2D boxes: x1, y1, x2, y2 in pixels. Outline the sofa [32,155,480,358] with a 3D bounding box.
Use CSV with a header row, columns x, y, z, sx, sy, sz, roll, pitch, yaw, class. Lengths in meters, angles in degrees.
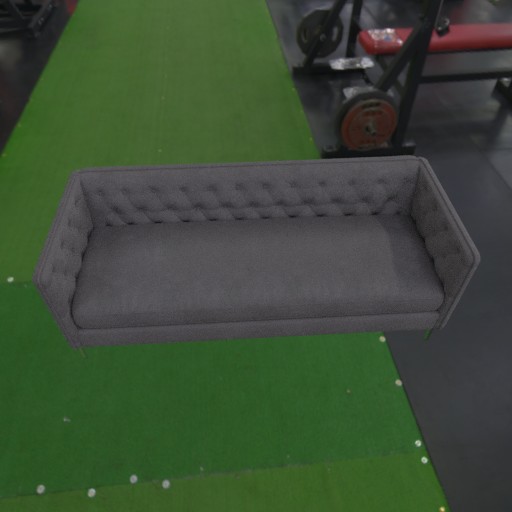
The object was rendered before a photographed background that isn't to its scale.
x,y,z,sx,sy,sz,roll,pitch,yaw,class
0.000,0.000,2.675,2.209,0.771,0.895,-3,47,-2,sofa
